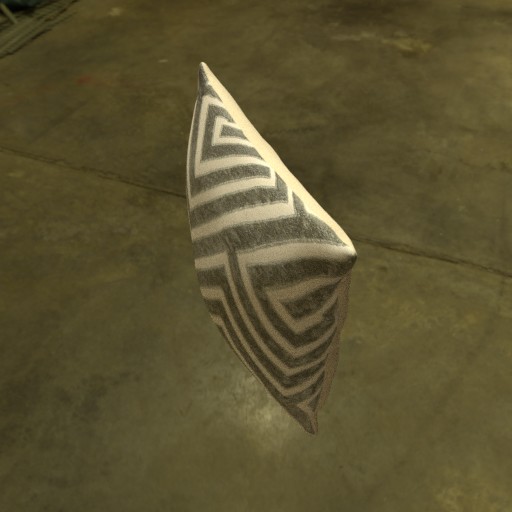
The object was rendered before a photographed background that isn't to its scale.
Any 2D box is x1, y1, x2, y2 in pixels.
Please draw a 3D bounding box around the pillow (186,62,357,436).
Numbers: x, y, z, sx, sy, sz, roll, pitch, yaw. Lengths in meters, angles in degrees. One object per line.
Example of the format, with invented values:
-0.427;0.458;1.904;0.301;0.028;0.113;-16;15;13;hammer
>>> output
0.000;0.000;0.689;0.182;0.441;0.440;-18;49;-16;pillow
